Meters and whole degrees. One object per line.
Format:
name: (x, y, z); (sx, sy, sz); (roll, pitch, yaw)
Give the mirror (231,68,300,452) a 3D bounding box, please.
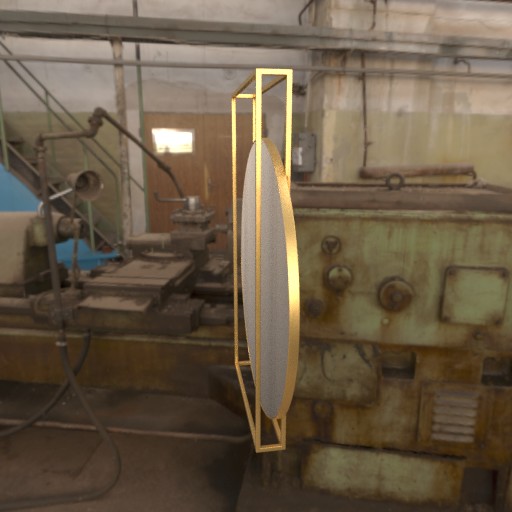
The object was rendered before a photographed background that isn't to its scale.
mirror: (0.000, 0.000, 0.828); (0.051, 0.603, 0.508); (-2, 14, -9)
